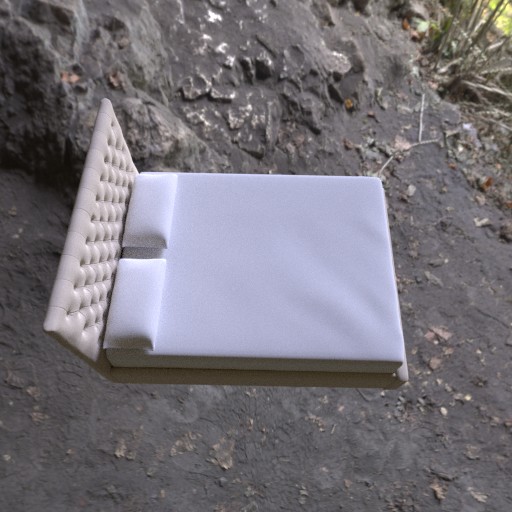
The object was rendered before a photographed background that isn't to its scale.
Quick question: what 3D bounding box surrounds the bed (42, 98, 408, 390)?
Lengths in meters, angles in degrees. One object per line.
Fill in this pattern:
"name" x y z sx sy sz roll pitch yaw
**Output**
"bed" 0.000 0.000 3.300 2.233 1.426 1.696 1 63 1
